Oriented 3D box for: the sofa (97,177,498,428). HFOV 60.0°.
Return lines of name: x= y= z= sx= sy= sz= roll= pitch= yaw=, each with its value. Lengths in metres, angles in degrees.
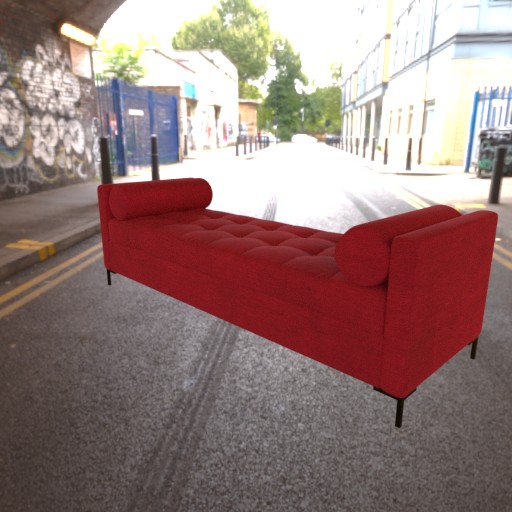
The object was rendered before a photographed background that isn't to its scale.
sofa: x=0.000 y=0.000 z=2.231 sx=0.686 sy=0.635 sz=1.981 roll=-15 pitch=21 yaw=-43
